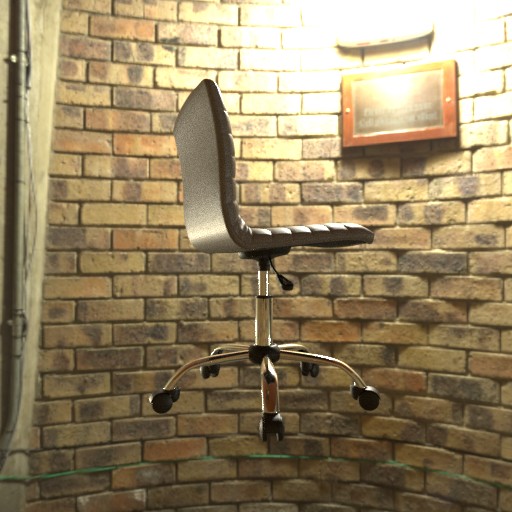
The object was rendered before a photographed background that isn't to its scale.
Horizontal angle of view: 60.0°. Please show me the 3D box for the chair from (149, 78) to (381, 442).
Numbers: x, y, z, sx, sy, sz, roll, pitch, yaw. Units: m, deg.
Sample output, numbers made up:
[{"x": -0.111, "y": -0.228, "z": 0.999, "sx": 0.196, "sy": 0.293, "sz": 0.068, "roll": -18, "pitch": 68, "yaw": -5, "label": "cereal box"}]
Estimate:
[{"x": 0.000, "y": 0.000, "z": 1.156, "sx": 0.542, "sy": 0.750, "sz": 0.569, "roll": 0, "pitch": 0, "yaw": -20, "label": "chair"}]
